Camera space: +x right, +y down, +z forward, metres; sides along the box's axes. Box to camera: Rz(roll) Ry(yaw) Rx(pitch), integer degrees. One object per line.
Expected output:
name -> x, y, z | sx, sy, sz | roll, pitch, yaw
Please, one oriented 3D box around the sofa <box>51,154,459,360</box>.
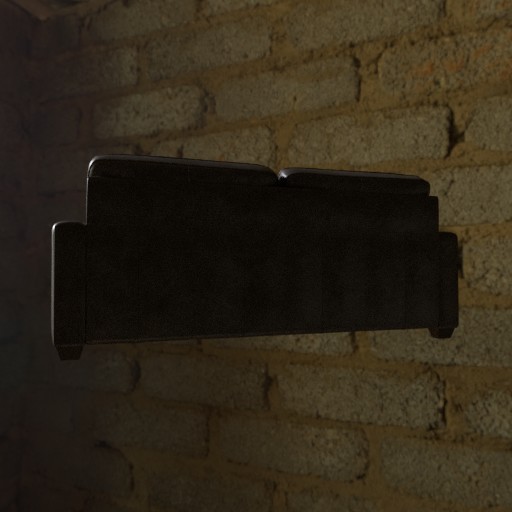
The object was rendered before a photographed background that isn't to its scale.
sofa -> 0.000, 0.000, 2.578 | 2.081, 0.916, 0.939 | 0, -1, -17
